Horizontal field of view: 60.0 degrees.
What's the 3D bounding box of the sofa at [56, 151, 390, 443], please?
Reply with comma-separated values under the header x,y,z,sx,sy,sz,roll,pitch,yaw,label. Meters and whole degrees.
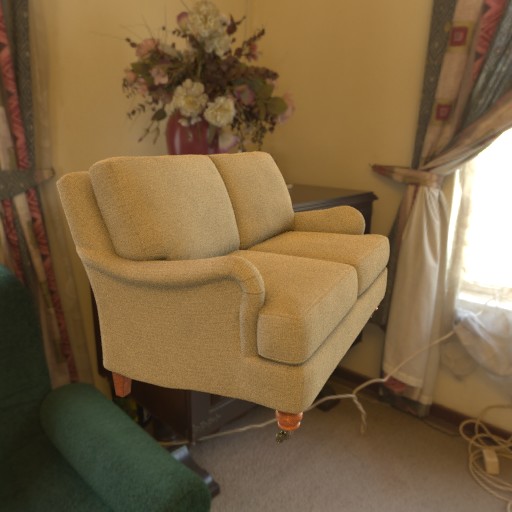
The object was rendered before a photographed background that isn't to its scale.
x,y,z,sx,sy,sz,roll,pitch,yaw,label
0.000,0.000,2.223,1.087,0.999,1.480,7,16,26,sofa
